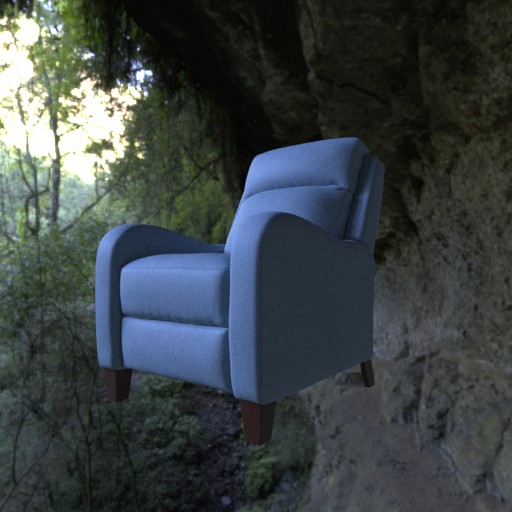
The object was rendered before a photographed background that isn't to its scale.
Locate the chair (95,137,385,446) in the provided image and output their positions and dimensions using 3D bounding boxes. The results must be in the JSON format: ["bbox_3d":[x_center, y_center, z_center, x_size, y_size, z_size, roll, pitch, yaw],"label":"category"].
[{"bbox_3d":[0.000,0.000,1.791,0.785,1.067,0.988,-1,-1,37],"label":"chair"}]
